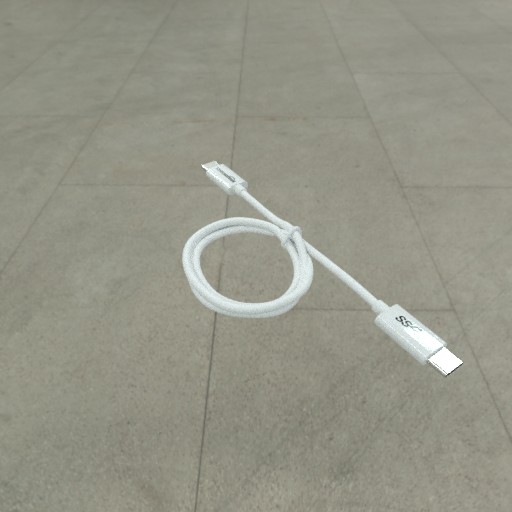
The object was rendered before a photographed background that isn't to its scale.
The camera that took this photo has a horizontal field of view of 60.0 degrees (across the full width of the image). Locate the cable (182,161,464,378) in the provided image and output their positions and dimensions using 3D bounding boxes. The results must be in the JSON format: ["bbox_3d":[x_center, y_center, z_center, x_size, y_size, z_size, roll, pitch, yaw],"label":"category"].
[{"bbox_3d":[0.000,0.000,0.211,0.070,0.014,0.186,-25,47,-25],"label":"cable"}]
